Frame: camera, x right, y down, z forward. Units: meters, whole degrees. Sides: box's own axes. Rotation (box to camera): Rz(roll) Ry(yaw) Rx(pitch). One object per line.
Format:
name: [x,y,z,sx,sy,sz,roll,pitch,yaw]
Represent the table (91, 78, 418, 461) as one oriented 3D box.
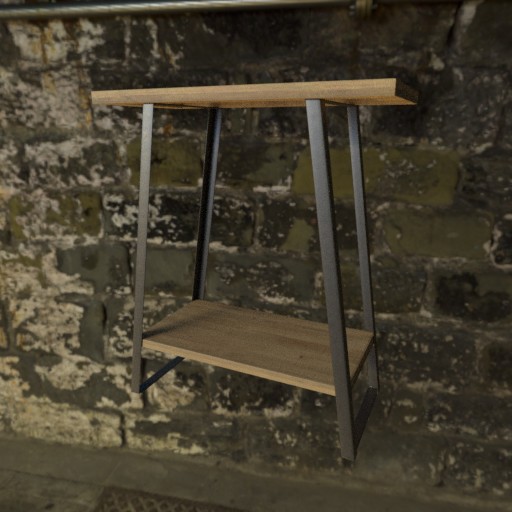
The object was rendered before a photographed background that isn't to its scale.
table: [0.000,0.000,1.004,0.599,0.701,0.300,8,18,24]
